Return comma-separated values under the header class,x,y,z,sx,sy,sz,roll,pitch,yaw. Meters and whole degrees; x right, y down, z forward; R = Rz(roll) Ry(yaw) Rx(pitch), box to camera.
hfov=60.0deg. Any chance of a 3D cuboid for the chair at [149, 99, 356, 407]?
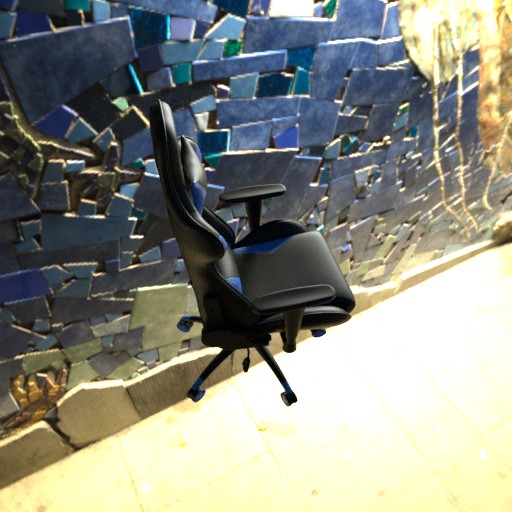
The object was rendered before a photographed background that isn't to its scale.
class,x,y,z,sx,sy,sz,roll,pitch,yaw
chair,0.000,0.000,1.729,0.730,1.282,0.695,-10,46,-10
